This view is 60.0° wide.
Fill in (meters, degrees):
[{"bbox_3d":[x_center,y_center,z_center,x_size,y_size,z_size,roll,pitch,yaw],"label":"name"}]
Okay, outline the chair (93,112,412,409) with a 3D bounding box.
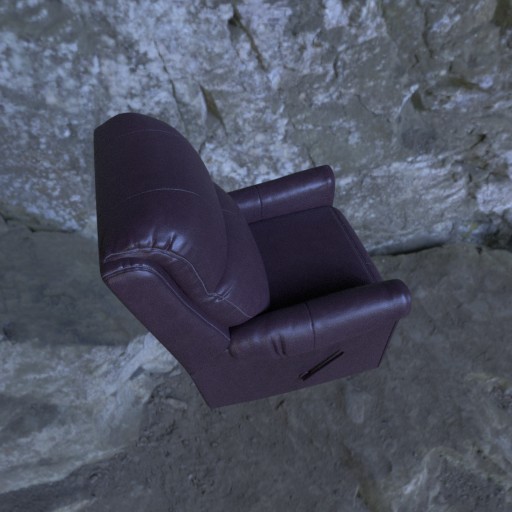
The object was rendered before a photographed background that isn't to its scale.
[{"bbox_3d":[0.000,0.000,1.764,1.014,1.054,0.838,-11,49,-10],"label":"chair"}]
